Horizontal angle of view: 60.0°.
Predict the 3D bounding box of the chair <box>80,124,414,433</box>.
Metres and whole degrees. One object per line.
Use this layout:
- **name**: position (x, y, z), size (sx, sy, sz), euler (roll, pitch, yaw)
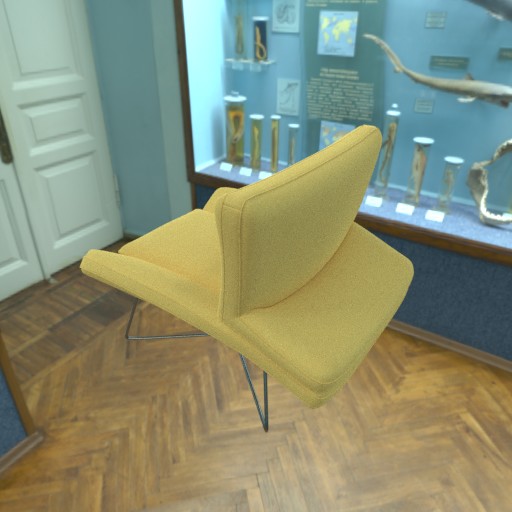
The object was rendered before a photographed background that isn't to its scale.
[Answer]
- **chair**: position (0.000, 0.000, 1.639), size (1.008, 0.855, 0.859), euler (20, 36, 30)
